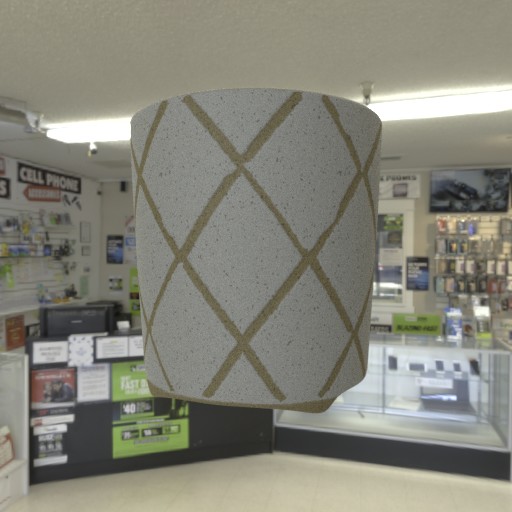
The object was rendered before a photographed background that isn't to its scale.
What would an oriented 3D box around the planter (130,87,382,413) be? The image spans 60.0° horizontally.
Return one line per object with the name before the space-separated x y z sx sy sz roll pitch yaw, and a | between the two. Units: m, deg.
planter | 0.000 0.000 0.418 0.228 0.235 0.228 0 1 0
